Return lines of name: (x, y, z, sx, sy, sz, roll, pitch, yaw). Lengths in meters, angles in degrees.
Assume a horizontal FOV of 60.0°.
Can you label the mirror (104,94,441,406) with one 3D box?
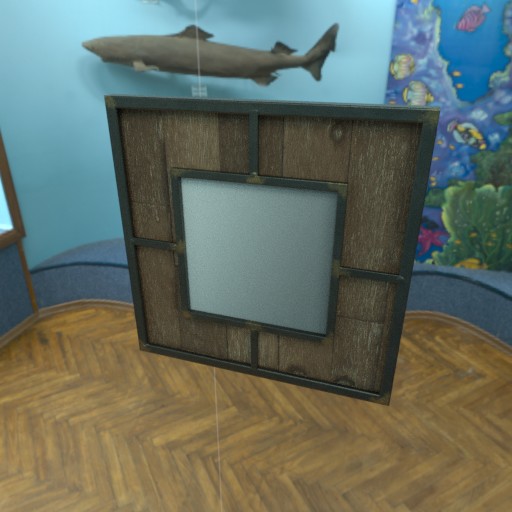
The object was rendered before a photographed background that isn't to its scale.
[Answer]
mirror: (0.000, 0.000, 0.571, 0.382, 0.381, 0.020, 8, 27, 16)
